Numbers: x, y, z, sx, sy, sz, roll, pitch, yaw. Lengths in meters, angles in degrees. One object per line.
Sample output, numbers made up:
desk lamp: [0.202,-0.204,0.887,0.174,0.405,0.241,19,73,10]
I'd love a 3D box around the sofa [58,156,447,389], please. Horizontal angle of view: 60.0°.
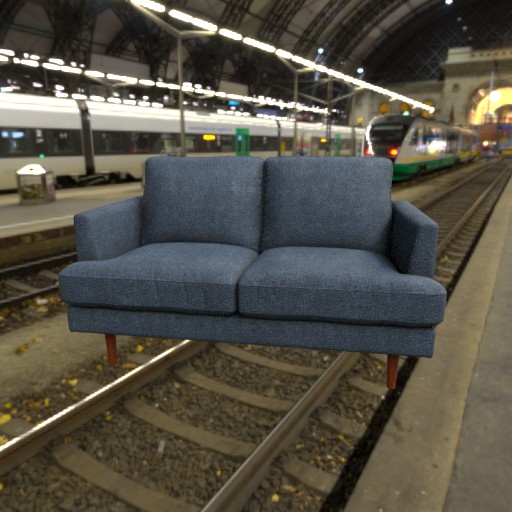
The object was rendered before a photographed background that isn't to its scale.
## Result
sofa: [0.000,0.000,2.165,1.582,0.944,0.903,2,14,9]
